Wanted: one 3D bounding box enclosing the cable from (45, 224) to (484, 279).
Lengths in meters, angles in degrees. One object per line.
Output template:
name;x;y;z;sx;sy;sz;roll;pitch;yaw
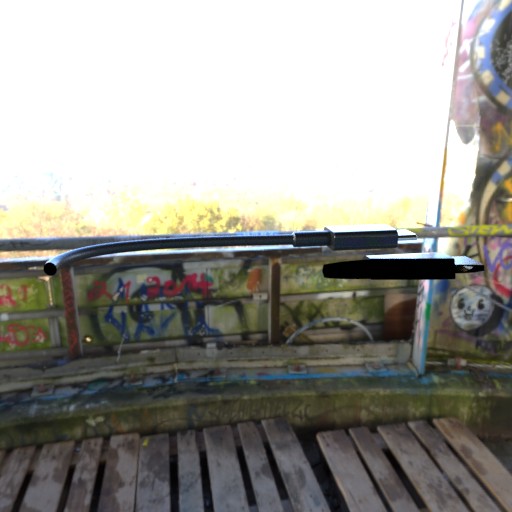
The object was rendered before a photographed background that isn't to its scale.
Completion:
cable;0.000;0.000;0.110;0.098;0.006;0.040;-3;16;-9
